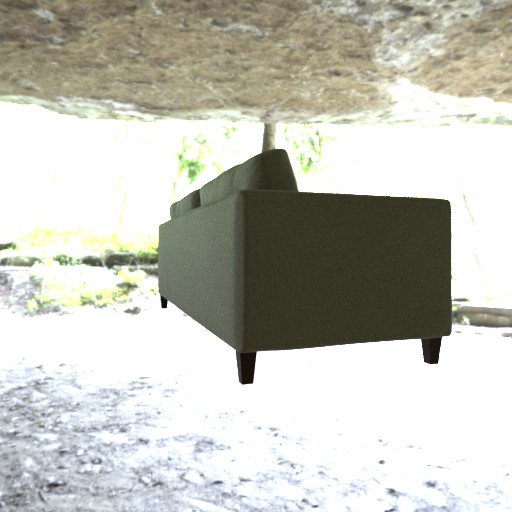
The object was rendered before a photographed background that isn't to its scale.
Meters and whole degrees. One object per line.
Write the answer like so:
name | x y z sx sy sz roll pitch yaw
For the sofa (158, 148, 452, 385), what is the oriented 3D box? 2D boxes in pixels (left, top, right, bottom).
sofa | 0.000 0.000 2.833 0.988 0.912 2.404 0 1 -19
